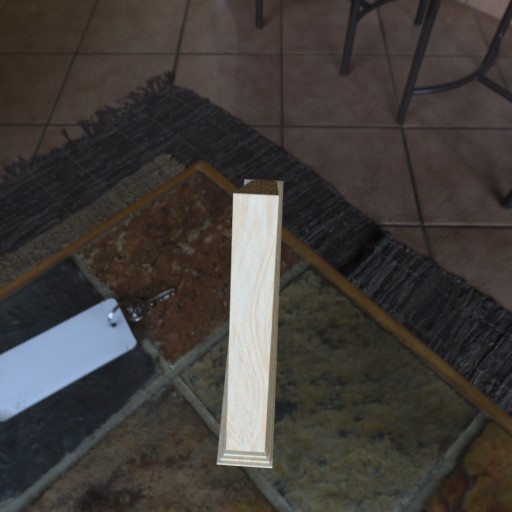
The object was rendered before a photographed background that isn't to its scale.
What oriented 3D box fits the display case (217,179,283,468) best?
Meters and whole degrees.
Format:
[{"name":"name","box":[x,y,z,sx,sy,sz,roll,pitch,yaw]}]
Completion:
[{"name":"display case","box":[0.000,0.000,0.783,0.095,0.340,0.640,3,59,2]}]
